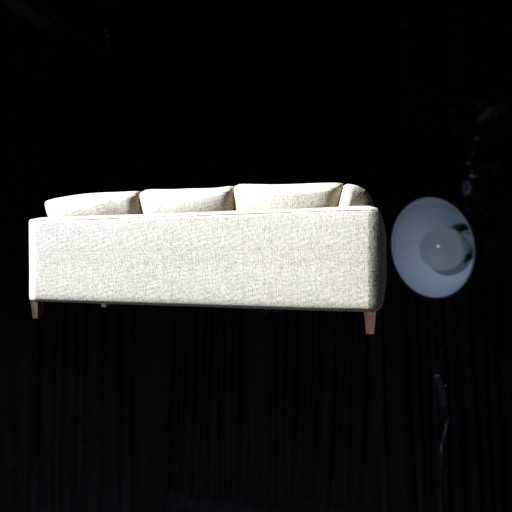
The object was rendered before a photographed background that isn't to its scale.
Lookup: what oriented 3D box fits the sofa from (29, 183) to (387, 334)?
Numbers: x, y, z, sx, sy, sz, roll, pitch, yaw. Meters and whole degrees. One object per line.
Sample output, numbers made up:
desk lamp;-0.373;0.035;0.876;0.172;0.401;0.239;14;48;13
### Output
sofa;0.000;0.000;4.587;2.593;0.959;3.460;0;-1;17
